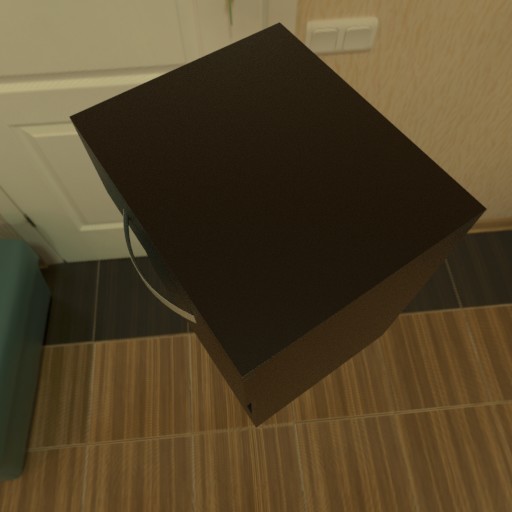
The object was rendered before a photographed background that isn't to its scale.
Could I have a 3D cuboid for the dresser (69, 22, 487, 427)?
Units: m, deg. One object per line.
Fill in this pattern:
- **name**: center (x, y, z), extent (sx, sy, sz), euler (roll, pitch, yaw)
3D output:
- **dresser**: center (0.000, 0.000, 0.739), extent (0.360, 0.470, 0.400), euler (-31, 67, -15)
